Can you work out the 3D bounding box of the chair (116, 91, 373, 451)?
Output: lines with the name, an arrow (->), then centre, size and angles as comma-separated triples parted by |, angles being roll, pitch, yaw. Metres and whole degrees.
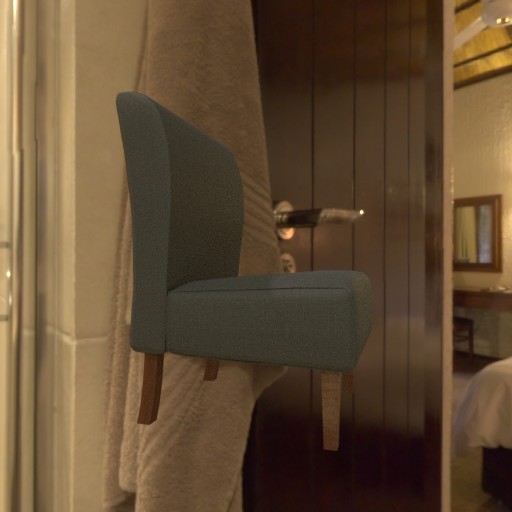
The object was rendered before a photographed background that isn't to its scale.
chair -> 0.000, 0.000, 1.192 | 0.592, 0.804, 0.513 | 0, 0, 17
